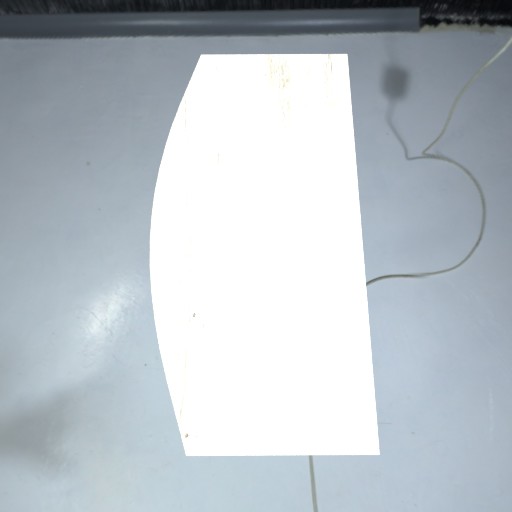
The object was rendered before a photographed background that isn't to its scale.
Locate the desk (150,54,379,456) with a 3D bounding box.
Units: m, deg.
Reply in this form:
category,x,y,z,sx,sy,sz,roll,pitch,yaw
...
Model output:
category,x,y,z,sx,sy,sz,roll,pitch,yaw
desk,0.000,0.000,2.049,0.802,0.752,1.600,0,73,0
